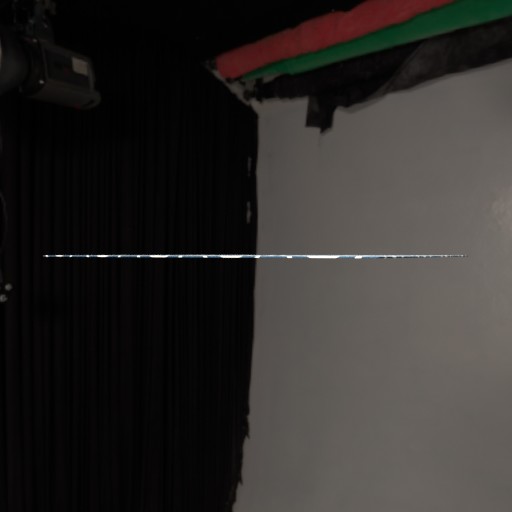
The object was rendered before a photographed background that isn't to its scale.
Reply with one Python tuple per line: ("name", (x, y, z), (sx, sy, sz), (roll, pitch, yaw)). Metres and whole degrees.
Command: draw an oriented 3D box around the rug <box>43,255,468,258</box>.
("rug", (0.000, 0.000, 4.307), (3.353, 0.010, 2.438), (0, 0, 36))
